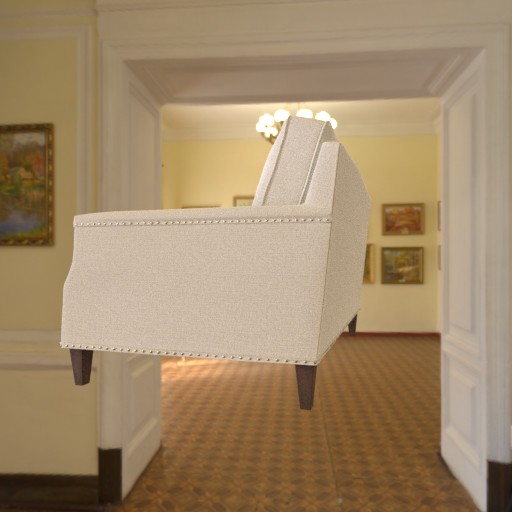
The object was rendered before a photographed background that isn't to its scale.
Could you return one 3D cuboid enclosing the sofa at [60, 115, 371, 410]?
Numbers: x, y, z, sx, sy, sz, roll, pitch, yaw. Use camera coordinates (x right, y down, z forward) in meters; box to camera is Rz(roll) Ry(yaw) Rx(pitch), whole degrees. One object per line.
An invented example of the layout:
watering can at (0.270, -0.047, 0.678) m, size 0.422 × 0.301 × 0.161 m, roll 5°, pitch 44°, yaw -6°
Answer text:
sofa at (0.000, 0.000, 2.268) m, size 1.084 × 1.003 × 1.597 m, roll 0°, pitch 0°, yaw 18°
